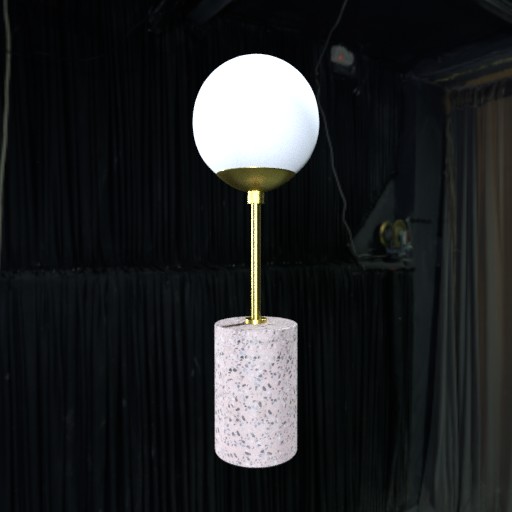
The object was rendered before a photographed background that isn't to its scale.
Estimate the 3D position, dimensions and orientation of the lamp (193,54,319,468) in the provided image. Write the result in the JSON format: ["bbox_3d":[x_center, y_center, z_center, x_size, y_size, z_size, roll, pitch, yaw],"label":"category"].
[{"bbox_3d":[0.000,0.000,0.548,0.153,0.480,0.153,0,1,0],"label":"lamp"}]
